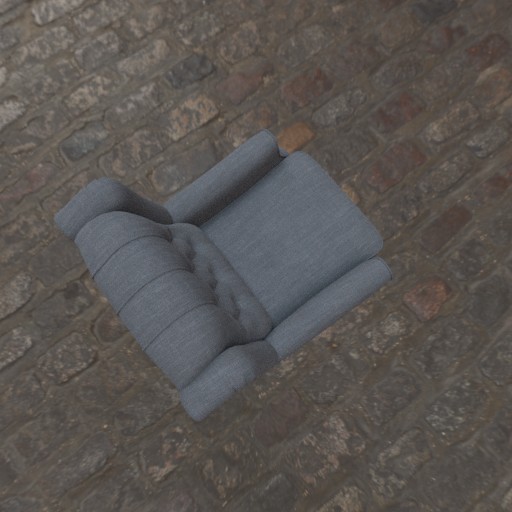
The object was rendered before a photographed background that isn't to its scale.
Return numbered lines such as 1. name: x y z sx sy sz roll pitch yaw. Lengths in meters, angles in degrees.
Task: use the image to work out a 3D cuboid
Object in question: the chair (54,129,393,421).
1. chair: 0.000 0.000 1.624 0.898 1.035 0.742 -37 78 -9
